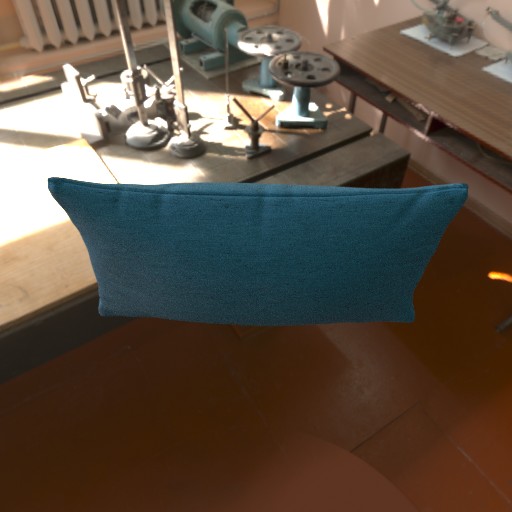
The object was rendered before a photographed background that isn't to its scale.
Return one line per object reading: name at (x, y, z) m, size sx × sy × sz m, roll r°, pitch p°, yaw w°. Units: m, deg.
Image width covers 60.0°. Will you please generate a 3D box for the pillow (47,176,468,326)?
pillow at (0.000, 0.000, 0.782) m, size 0.633 × 0.338 × 0.210 m, roll 1°, pitch 47°, yaw 1°
